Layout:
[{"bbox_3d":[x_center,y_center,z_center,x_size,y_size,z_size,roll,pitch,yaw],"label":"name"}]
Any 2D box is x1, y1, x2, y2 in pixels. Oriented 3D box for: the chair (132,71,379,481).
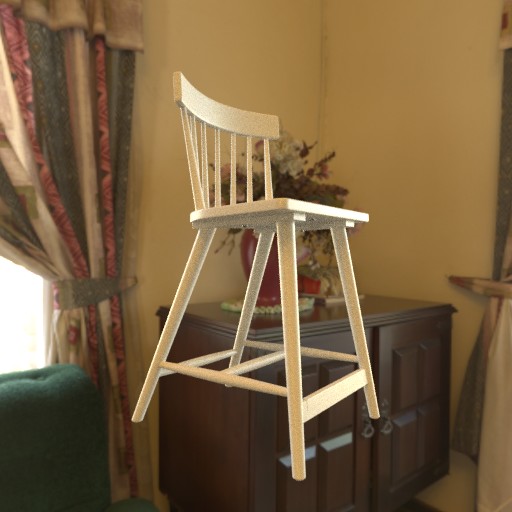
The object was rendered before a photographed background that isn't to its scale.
[{"bbox_3d":[0.000,0.000,1.282,0.572,0.952,0.483,0,0,36],"label":"chair"}]
